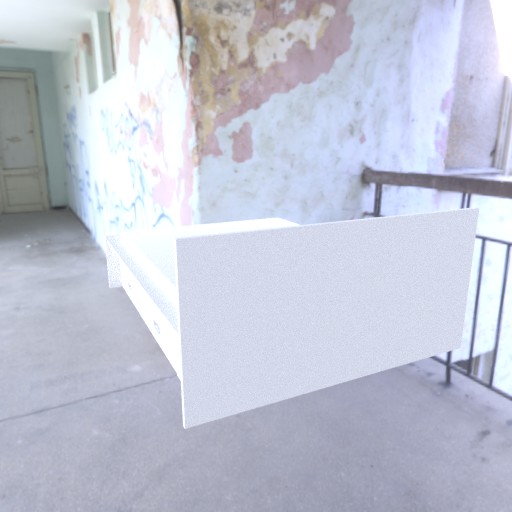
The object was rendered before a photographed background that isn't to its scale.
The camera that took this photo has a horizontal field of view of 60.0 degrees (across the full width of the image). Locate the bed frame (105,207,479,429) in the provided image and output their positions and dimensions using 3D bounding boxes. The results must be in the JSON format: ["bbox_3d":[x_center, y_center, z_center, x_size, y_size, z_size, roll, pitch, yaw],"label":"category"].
[{"bbox_3d":[0.000,0.000,2.909,1.622,0.800,1.960,-7,17,-25],"label":"bed frame"}]
